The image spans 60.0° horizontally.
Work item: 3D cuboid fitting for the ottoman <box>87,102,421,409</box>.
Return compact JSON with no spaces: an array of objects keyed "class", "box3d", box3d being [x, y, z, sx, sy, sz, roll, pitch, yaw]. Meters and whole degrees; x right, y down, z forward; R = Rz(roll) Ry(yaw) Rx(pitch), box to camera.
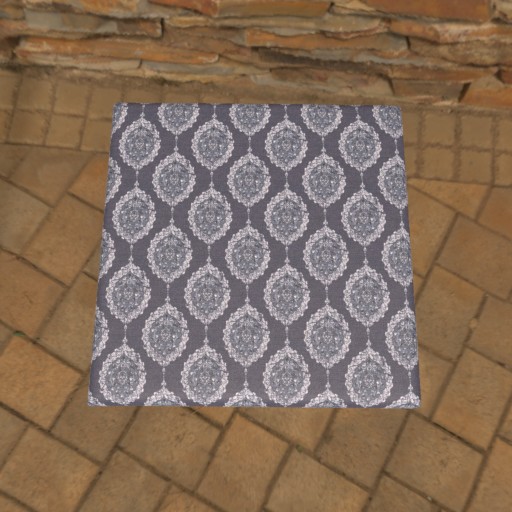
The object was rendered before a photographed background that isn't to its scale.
[{"class":"ottoman","box3d":[0.000,0.000,1.408,0.889,0.409,0.890,1,77,0]}]
